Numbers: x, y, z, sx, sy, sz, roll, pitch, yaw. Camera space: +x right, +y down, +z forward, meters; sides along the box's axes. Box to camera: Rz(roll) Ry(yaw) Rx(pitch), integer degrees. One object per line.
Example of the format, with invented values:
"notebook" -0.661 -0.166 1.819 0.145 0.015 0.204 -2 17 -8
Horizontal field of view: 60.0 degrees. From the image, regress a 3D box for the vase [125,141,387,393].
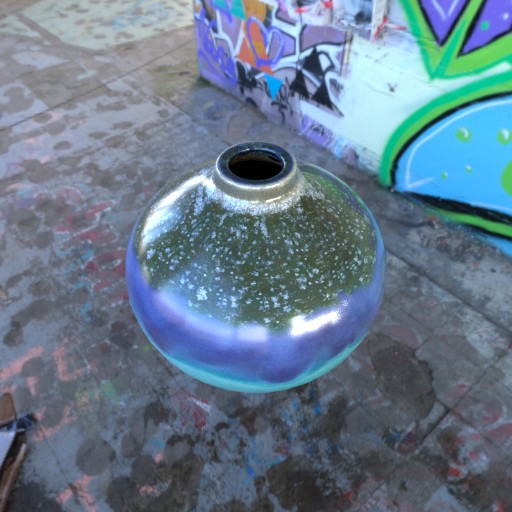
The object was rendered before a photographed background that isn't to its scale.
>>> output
"vase" 0.000 0.000 0.265 0.154 0.133 0.154 0 46 0
